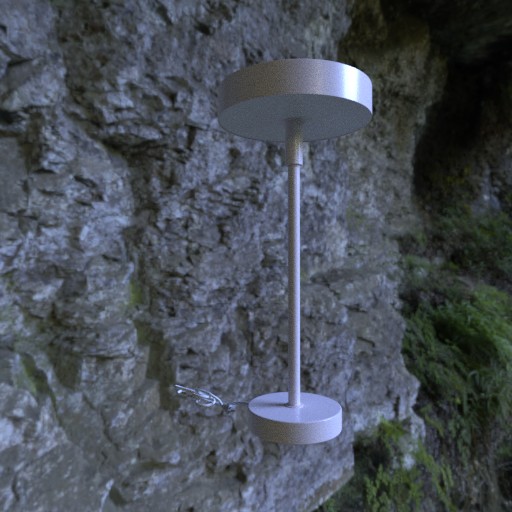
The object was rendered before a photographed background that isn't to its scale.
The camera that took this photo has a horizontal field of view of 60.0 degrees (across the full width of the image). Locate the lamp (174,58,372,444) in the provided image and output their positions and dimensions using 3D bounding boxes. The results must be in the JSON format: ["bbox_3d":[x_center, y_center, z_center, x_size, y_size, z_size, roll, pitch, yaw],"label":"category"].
[{"bbox_3d":[0.000,0.000,0.707,0.369,0.508,0.229,-1,-1,36],"label":"lamp"}]
